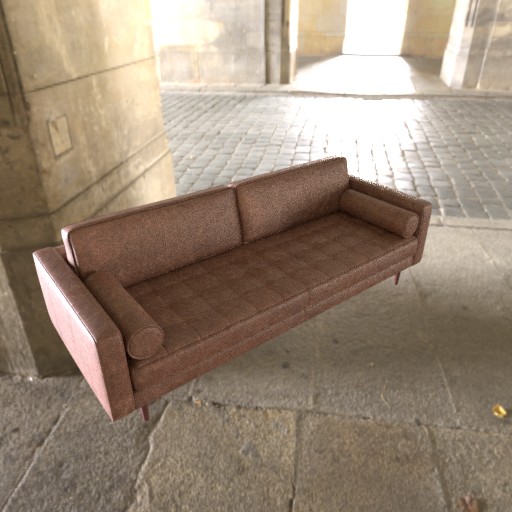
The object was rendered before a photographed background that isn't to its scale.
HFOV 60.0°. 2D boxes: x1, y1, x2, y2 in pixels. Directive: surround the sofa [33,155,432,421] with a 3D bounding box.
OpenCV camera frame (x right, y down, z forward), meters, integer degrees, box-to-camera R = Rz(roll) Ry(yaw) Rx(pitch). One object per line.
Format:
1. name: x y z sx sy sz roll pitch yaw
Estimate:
1. sofa: 0.000 0.000 2.618 2.210 0.762 0.914 -21 36 -32
